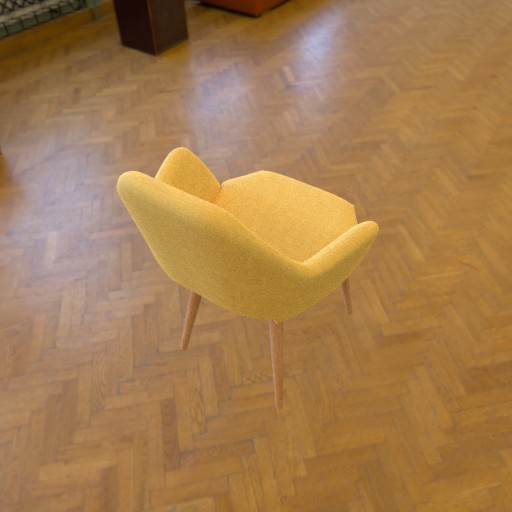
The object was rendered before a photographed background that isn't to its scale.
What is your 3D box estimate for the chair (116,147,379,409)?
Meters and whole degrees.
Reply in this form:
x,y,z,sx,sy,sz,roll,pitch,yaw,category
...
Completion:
x,y,z,sx,sy,sz,roll,pitch,yaw,category
0.000,0.000,1.234,0.590,0.840,0.610,25,52,21,chair
